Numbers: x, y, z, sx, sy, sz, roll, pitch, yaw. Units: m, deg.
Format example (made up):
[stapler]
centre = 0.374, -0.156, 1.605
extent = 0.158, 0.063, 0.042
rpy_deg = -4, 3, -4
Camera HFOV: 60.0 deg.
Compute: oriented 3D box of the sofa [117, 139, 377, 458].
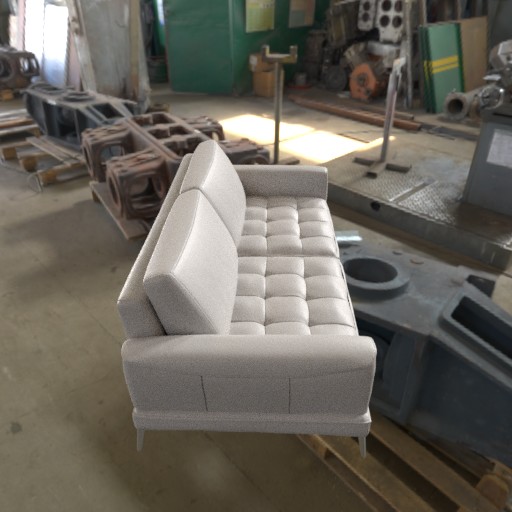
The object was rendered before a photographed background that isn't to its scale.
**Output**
[sofa]
centre = 0.000, 0.000, 2.762
extent = 1.121, 0.930, 2.177
rpy_deg = 1, 33, 1
